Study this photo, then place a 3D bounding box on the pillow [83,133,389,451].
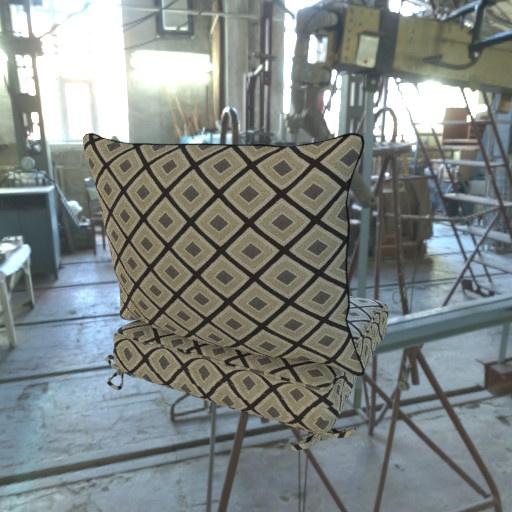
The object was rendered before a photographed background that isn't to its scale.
[{"bbox_3d":[0.000,0.000,1.352,0.798,0.722,0.733,8,17,27],"label":"pillow"}]
